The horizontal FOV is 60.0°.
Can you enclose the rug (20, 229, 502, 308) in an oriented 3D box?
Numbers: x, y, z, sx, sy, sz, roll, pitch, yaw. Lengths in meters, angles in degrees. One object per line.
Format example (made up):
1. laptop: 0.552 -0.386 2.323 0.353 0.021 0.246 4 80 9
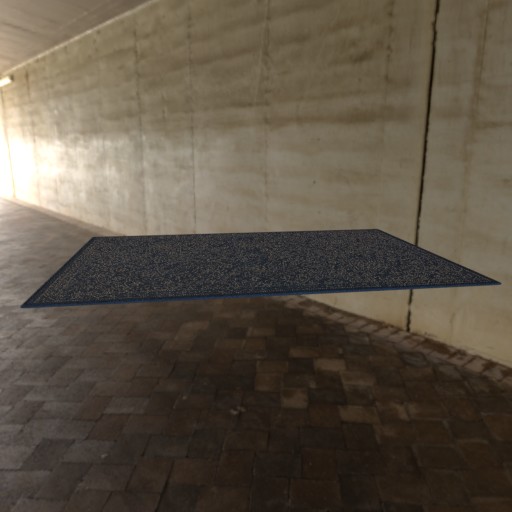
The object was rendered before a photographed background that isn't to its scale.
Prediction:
1. rug: 0.000 0.000 2.240 1.829 0.010 1.219 -2 14 -8
